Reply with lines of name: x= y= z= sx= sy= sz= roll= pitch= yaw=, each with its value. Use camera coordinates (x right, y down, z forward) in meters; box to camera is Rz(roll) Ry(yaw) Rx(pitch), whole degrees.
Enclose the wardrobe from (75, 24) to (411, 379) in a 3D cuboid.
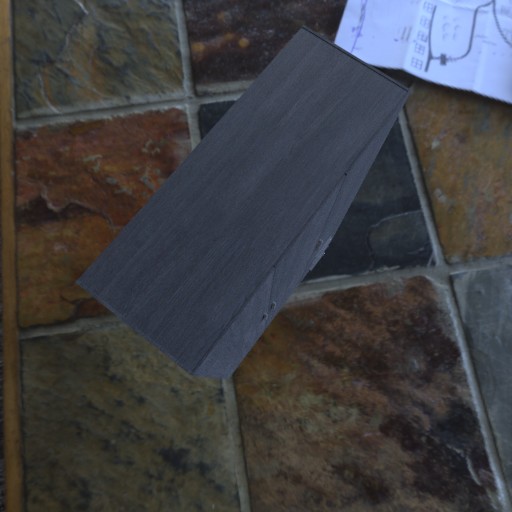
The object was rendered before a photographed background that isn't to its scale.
wardrobe: x=0.000 y=0.000 z=2.468 sx=0.510 sy=1.910 sz=1.290 roll=36 pitch=77 yaw=9
